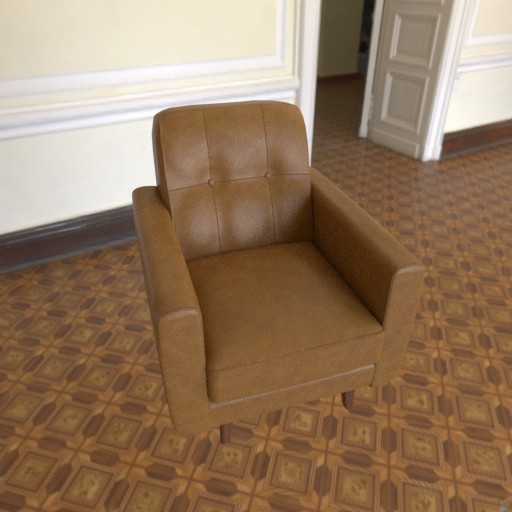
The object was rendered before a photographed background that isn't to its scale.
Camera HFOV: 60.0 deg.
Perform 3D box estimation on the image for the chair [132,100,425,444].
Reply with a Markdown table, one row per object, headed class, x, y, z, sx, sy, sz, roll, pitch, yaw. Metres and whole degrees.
| class | x | y | z | sx | sy | sz | roll | pitch | yaw |
| --- | --- | --- | --- | --- | --- | --- | --- | --- | --- |
| chair | 0.000 | 0.000 | 1.695 | 0.845 | 0.968 | 0.942 | -10 | 34 | -15 |
